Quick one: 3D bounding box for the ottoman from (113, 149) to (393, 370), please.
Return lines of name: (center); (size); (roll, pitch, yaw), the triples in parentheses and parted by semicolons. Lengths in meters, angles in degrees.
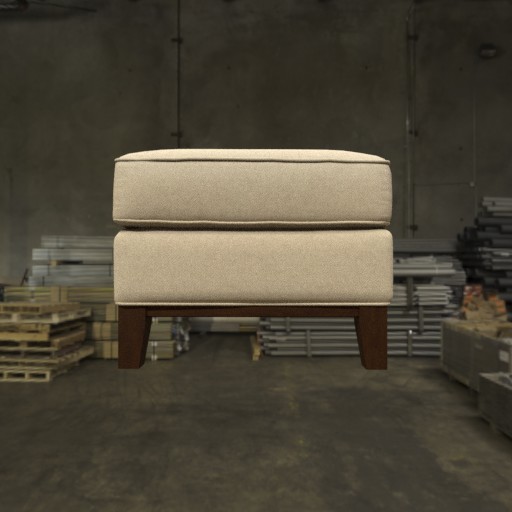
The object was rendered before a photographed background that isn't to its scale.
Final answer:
ottoman: (0.000, 0.000, 1.526); (0.648, 0.508, 1.143); (0, 0, 1)
